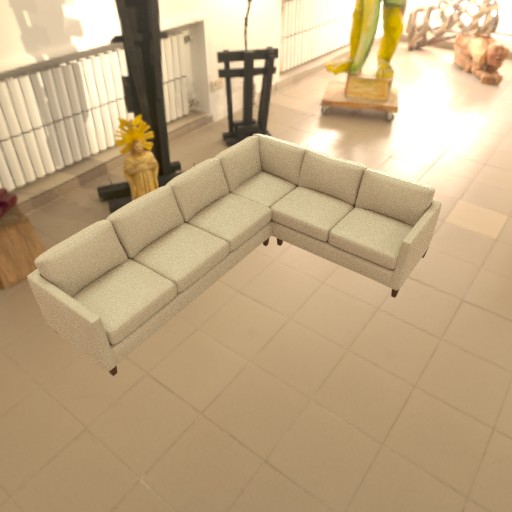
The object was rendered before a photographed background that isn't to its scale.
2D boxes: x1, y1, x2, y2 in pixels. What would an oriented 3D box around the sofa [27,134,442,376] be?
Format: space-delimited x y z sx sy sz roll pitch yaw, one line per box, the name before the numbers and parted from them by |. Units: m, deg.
sofa | 0.000 0.000 4.381 2.522 0.934 3.333 25 46 27
